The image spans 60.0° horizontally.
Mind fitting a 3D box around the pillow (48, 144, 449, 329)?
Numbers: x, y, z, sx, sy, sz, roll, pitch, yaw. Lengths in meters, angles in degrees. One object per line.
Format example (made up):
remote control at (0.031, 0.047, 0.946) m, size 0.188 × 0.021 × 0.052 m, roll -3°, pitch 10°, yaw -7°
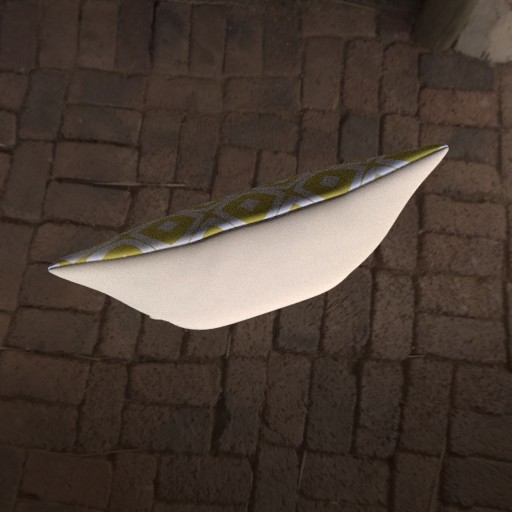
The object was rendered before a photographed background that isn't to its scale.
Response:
pillow at (0.000, 0.000, 0.766) m, size 0.504 × 0.494 × 0.188 m, roll -18°, pitch 76°, yaw -4°
